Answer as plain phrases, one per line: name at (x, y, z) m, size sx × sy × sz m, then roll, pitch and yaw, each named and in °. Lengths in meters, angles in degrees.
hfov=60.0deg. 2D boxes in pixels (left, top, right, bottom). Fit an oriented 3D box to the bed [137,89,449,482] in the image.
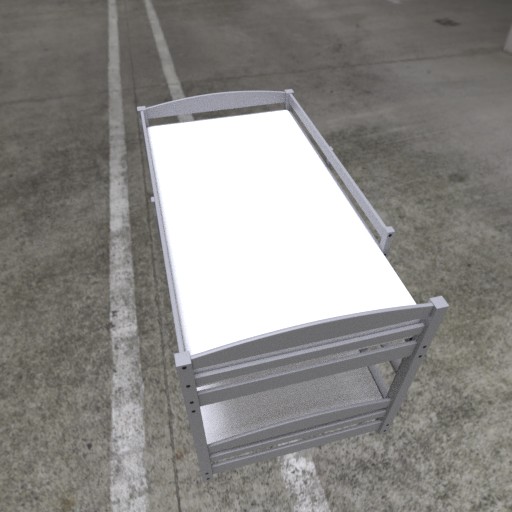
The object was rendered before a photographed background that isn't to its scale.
bed at (0.000, 0.000, 2.728) m, size 1.105 × 1.206 × 2.013 m, roll -10°, pitch 46°, yaw -10°
